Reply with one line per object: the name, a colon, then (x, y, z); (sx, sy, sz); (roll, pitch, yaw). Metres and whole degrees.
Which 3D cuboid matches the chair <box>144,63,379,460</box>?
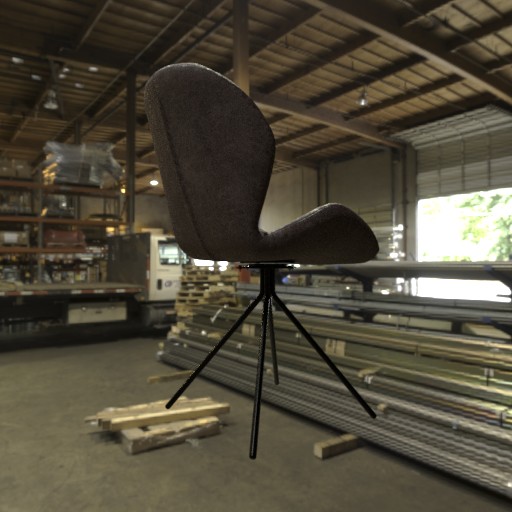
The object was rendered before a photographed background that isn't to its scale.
chair: (0.000, 0.000, 1.291); (0.640, 0.934, 0.527); (0, -1, -37)
